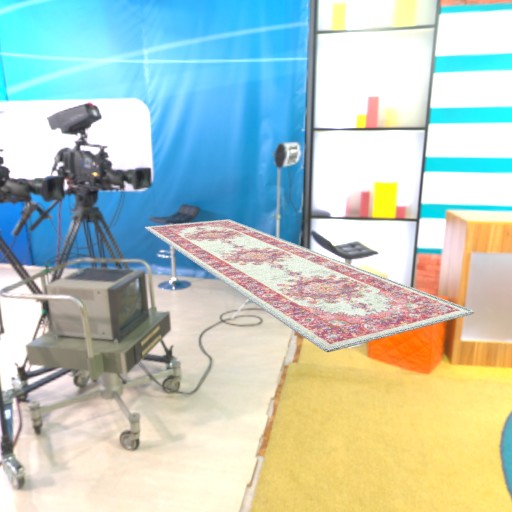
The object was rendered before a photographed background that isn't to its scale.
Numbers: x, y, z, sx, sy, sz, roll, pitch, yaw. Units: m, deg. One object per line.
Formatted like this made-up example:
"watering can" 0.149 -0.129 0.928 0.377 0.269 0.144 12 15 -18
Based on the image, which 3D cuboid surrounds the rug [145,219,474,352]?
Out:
"rug" 0.000 0.000 2.009 0.562 0.009 1.824 -8 17 -27
